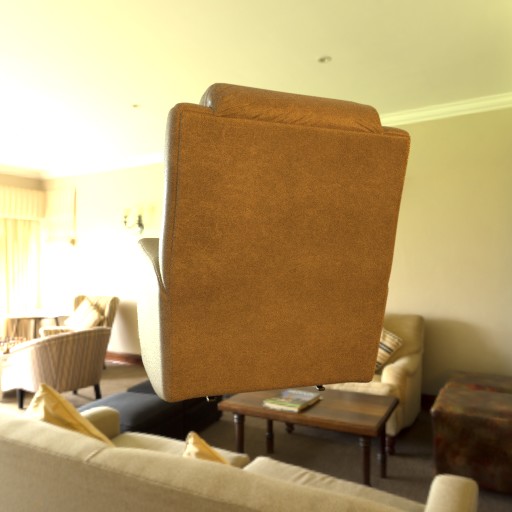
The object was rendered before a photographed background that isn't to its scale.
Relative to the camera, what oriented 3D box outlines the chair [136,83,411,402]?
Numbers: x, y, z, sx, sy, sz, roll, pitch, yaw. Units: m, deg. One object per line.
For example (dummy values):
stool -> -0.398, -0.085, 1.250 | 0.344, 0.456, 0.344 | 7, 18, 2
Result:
chair -> 0.000, 0.000, 1.946 | 0.967, 1.116, 1.068 | 0, -1, -19
